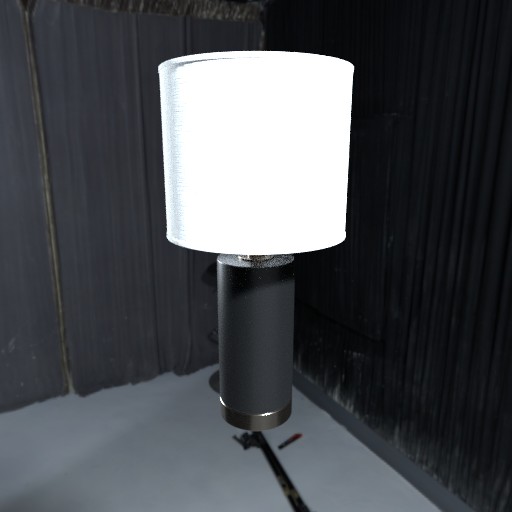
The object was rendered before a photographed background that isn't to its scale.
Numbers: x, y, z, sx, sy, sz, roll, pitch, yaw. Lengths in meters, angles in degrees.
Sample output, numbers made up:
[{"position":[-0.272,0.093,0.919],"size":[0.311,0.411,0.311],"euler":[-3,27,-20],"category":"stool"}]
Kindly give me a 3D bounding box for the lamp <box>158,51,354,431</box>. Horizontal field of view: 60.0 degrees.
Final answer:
[{"position":[0.000,0.000,0.618],"size":[0.241,0.482,0.240],"euler":[-7,16,-27],"category":"lamp"}]
